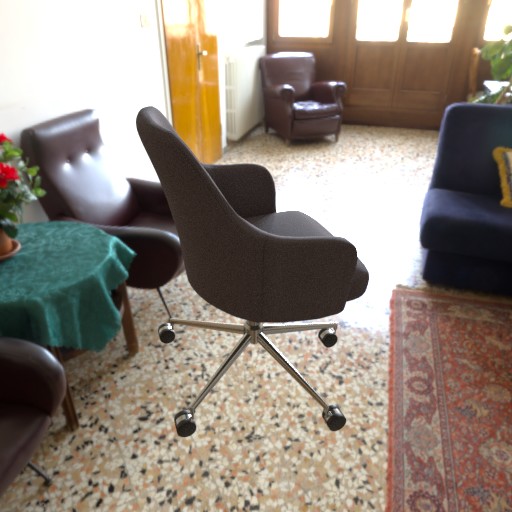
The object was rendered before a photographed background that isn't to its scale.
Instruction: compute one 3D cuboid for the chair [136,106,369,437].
[{"bbox_3d":[0.000,0.000,1.266,0.600,0.820,0.655,-10,31,-17],"label":"chair"}]
